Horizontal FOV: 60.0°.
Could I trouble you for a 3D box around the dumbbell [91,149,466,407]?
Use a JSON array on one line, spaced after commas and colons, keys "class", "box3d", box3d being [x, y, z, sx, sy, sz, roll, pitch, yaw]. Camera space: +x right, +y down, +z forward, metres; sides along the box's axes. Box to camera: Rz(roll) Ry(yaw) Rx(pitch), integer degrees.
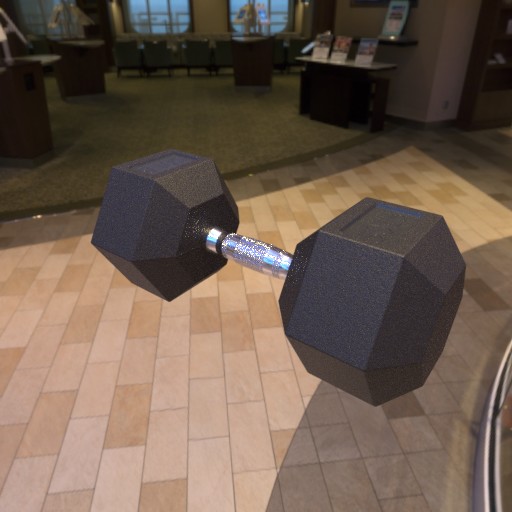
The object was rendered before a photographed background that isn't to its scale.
[{"class": "dumbbell", "box3d": [0.000, 0.000, 0.460, 0.384, 0.150, 0.173, 21, 35, 32]}]
